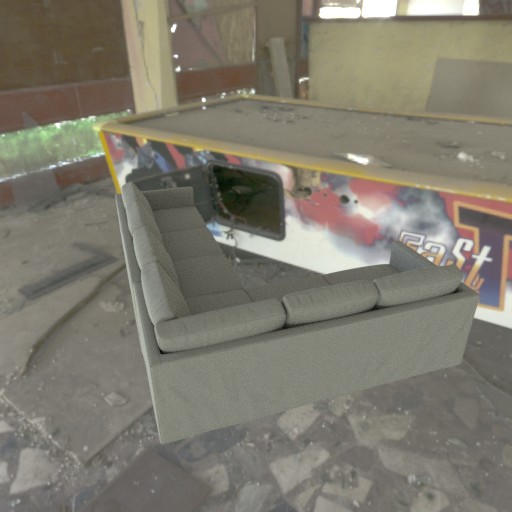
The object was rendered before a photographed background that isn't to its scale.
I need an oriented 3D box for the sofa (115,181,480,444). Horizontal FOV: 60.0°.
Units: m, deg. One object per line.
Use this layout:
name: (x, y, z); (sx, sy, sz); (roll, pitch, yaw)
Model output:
sofa: (0.000, 0.000, 4.360); (2.432, 0.871, 3.182); (-9, 29, -17)
